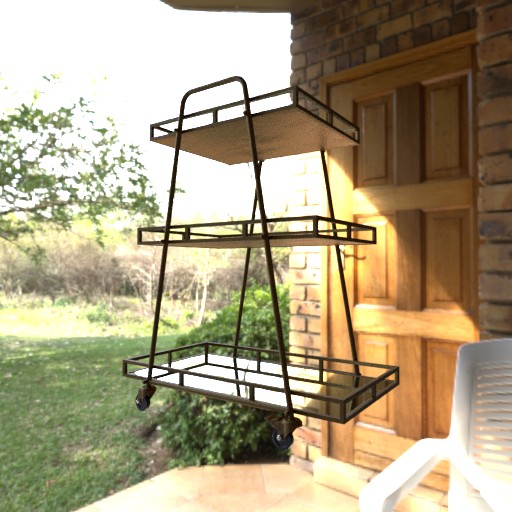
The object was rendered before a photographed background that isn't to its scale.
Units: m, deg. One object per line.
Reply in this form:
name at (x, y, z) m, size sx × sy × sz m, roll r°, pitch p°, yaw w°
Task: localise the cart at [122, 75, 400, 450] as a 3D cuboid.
cart at (0.000, 0.000, 1.291) m, size 0.711 × 0.883 × 0.441 m, roll -1°, pitch -2°, yaw 35°
